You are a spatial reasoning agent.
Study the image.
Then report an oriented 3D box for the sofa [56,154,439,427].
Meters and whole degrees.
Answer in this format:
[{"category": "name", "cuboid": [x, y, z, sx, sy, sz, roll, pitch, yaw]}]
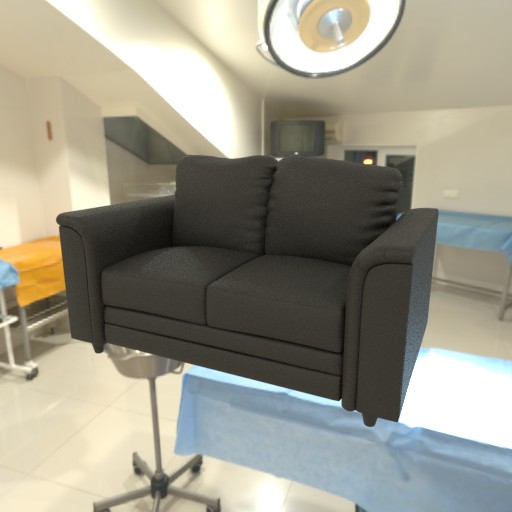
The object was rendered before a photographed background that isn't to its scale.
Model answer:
[{"category": "sofa", "cuboid": [0.000, 0.000, 1.929, 1.386, 0.845, 0.887, 7, 16, 25]}]
